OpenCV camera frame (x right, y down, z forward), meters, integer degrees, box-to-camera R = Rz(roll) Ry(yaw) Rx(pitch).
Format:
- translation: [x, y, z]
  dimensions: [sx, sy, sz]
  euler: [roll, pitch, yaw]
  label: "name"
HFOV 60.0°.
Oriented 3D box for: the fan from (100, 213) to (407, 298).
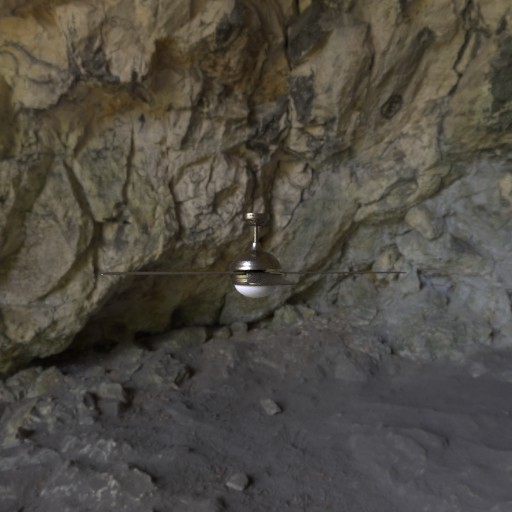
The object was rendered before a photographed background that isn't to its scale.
- translation: [0.000, 0.000, 2.028]
  dimensions: [1.321, 0.381, 1.321]
  euler: [0, 1, 17]
  label: "fan"
